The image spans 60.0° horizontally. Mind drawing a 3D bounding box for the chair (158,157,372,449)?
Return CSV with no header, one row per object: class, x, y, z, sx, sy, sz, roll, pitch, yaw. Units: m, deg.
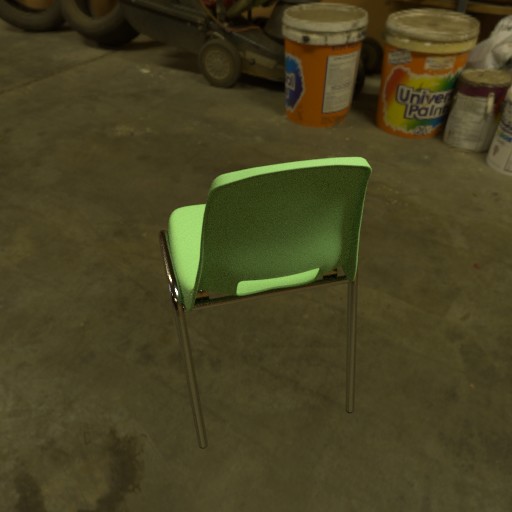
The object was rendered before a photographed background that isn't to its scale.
chair,0.000,0.000,0.919,0.381,0.653,0.436,-9,42,-11
